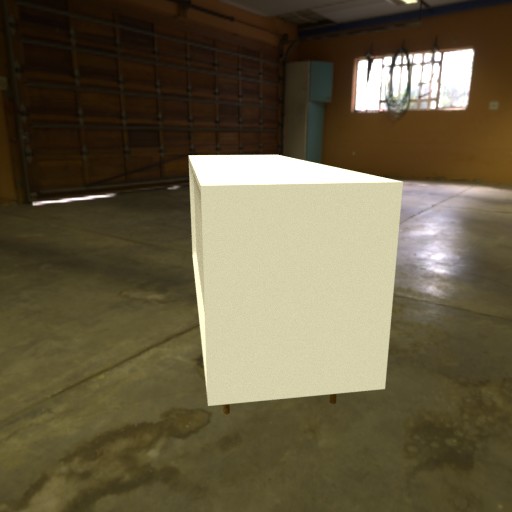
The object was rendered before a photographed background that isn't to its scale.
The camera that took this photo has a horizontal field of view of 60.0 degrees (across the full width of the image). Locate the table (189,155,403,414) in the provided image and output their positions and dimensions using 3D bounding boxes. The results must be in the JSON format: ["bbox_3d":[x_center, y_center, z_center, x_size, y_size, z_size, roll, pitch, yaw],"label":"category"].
[{"bbox_3d":[0.000,0.000,1.884,0.508,0.769,1.500,-3,16,-9],"label":"table"}]
